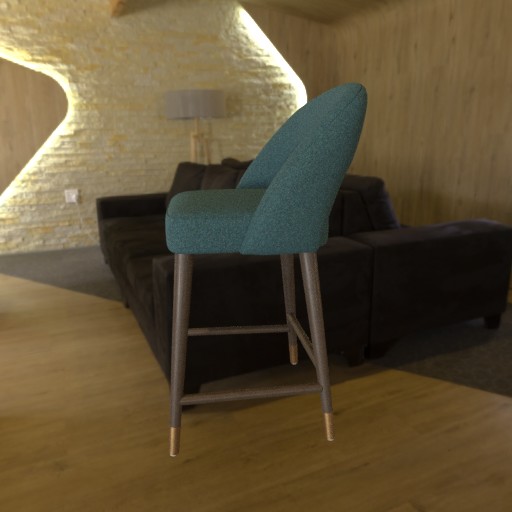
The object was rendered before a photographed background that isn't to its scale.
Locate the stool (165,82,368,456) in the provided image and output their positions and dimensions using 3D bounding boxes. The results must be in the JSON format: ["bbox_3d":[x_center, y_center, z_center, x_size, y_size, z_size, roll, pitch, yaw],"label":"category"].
[{"bbox_3d":[0.000,0.000,1.283,0.522,0.939,0.536,-2,14,-8],"label":"stool"}]
